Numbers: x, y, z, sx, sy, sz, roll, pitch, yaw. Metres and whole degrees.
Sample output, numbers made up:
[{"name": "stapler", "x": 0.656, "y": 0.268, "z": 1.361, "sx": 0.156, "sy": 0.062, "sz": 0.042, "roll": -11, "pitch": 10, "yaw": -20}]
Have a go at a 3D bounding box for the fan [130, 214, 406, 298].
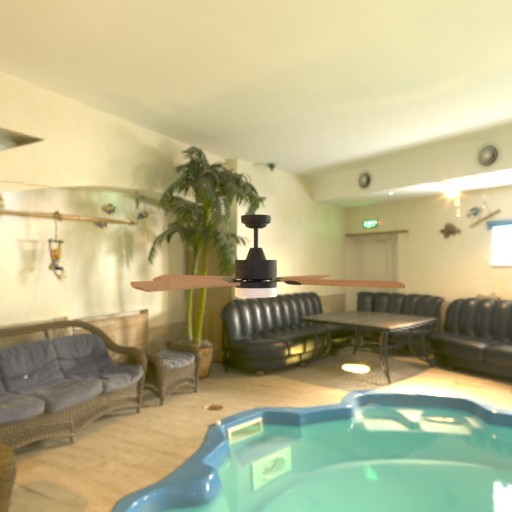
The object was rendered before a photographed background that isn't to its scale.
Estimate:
[{"name": "fan", "x": 0.000, "y": 0.000, "z": 1.966, "sx": 1.320, "sy": 0.355, "sz": 1.320, "roll": -1, "pitch": -1, "yaw": 37}]
